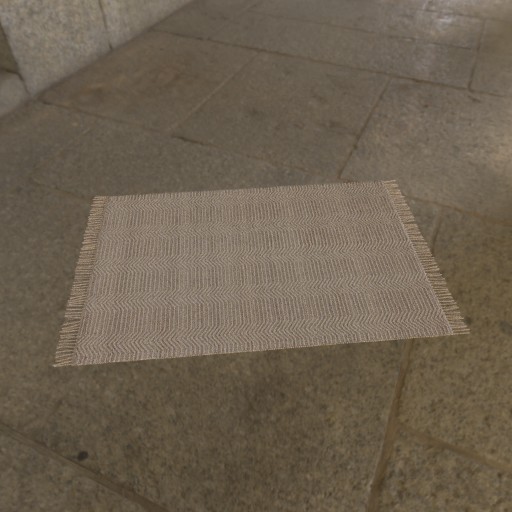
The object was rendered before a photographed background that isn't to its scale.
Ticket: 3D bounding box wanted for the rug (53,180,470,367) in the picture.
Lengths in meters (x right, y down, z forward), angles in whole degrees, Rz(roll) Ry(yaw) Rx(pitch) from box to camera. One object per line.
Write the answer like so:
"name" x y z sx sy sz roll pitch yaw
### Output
"rug" 0.000 0.000 3.149 2.523 0.034 1.528 -4 47 -4
